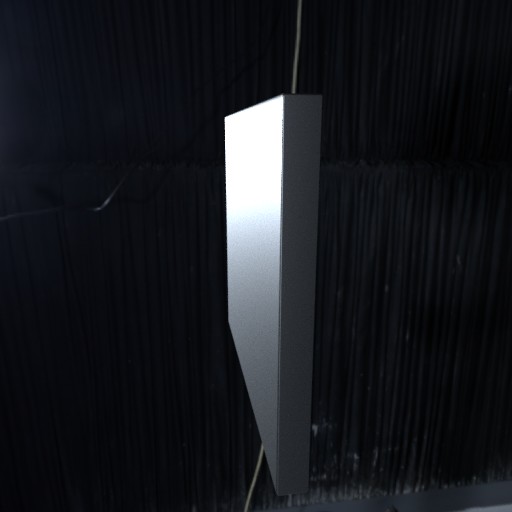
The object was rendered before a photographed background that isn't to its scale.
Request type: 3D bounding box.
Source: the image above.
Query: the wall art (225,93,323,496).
[{"bbox_3d":[0.000,0.000,0.525,0.028,0.330,0.380,-3,15,-9],"label":"wall art"}]
